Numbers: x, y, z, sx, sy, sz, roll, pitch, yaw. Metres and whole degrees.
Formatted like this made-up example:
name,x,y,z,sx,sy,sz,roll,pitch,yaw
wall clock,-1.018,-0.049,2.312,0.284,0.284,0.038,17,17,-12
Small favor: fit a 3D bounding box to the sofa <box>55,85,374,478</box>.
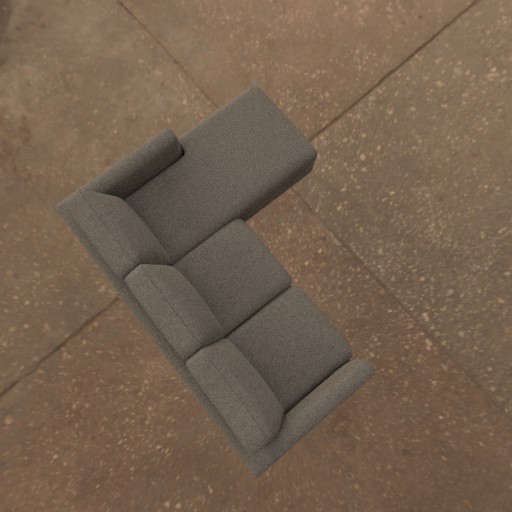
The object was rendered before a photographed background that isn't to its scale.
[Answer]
name,x,y,z,sx,sy,sz,roll,pitch,yaw
sofa,0.000,0.000,2.962,1.667,0.957,2.055,-38,79,-9
